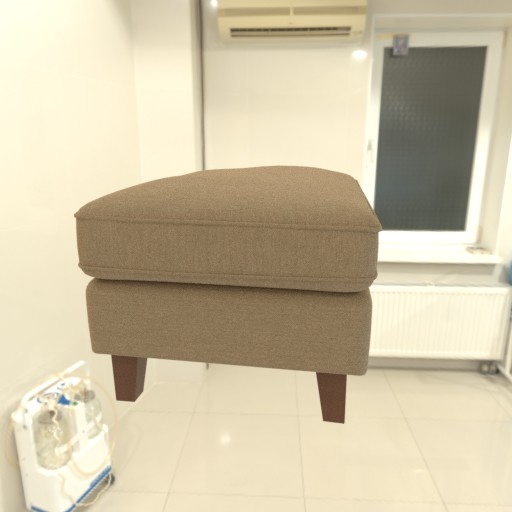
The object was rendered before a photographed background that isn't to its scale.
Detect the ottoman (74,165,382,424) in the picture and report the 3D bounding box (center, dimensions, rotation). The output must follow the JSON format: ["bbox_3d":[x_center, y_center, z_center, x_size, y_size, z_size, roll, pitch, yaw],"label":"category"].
[{"bbox_3d":[0.000,0.000,1.334,0.636,0.521,0.945,2,15,9],"label":"ottoman"}]
